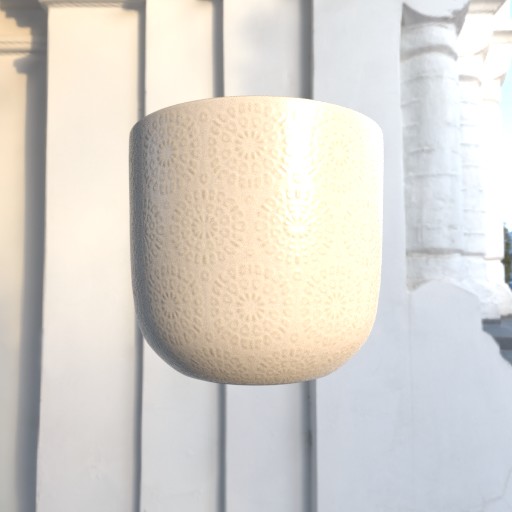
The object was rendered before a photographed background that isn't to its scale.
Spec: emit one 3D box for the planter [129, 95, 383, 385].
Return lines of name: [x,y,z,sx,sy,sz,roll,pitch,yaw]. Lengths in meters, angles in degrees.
planter: [0.000,0.000,0.373,0.208,0.190,0.208,0,-3,0]
